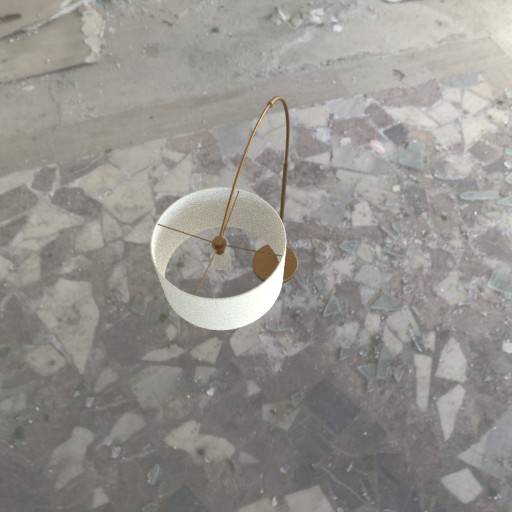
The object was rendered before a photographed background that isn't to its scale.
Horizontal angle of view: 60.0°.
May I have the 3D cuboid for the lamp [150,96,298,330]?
[{"bbox_3d":[0.000,0.000,2.559,0.493,1.927,1.434,14,59,9],"label":"lamp"}]
